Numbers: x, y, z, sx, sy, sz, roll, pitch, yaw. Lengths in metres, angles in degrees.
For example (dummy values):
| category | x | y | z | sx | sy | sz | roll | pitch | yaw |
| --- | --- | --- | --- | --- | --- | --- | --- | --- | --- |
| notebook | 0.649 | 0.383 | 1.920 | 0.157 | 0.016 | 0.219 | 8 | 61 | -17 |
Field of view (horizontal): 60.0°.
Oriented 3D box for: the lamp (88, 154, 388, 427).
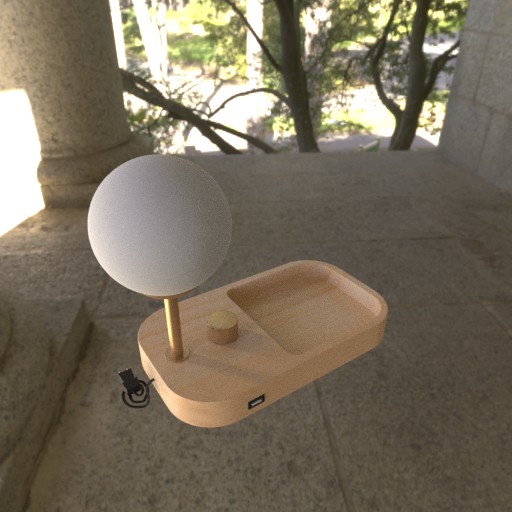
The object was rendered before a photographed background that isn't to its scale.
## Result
| category | x | y | z | sx | sy | sz | roll | pitch | yaw |
| --- | --- | --- | --- | --- | --- | --- | --- | --- | --- |
| lamp | 0.000 | 0.000 | 0.479 | 0.331 | 0.253 | 0.173 | -19 | 35 | -29 |
